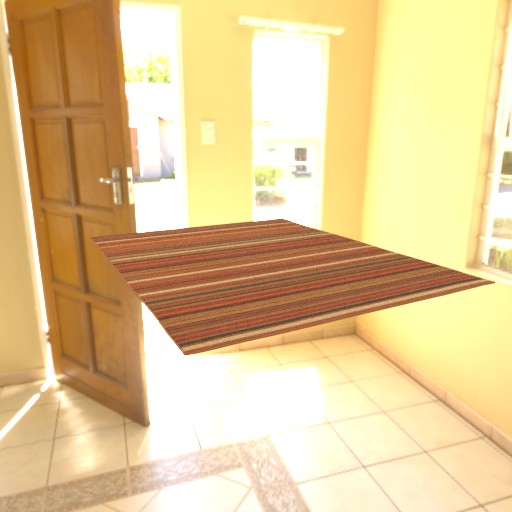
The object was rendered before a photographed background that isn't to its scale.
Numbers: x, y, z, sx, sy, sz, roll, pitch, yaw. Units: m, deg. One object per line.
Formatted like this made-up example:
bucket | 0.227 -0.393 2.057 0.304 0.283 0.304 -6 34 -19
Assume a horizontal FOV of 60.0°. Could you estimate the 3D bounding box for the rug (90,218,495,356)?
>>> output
rug | 0.000 0.000 4.090 2.479 0.023 3.092 -8 17 -27
